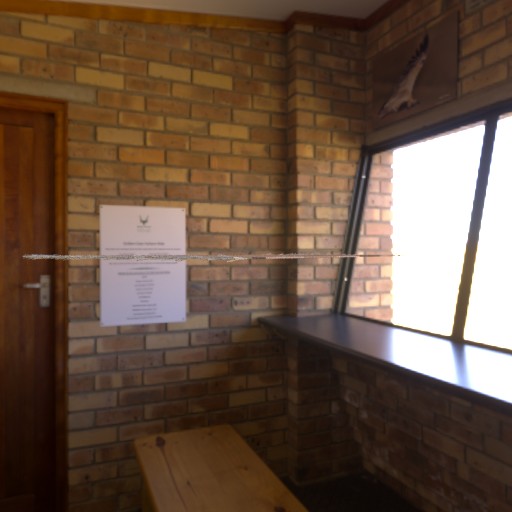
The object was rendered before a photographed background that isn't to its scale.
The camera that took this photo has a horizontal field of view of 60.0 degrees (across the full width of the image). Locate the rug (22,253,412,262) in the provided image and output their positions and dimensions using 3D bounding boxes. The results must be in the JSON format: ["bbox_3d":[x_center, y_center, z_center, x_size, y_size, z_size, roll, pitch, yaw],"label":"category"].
[{"bbox_3d":[0.000,0.000,2.494,1.224,0.027,2.021,0,1,35],"label":"rug"}]
